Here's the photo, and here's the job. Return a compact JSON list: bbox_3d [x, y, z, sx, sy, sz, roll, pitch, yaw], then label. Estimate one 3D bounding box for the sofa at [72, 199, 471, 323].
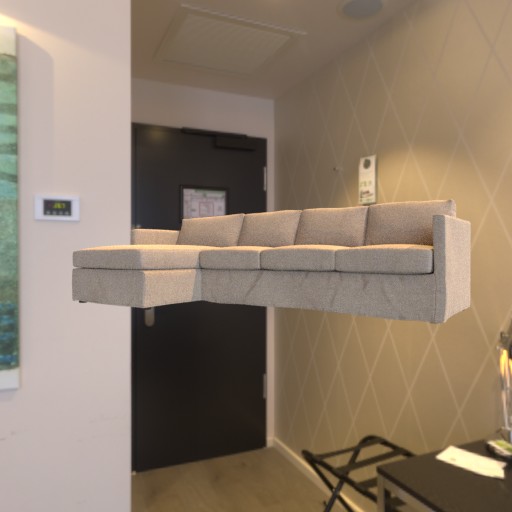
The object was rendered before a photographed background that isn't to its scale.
[{"bbox_3d":[0.000,0.000,3.901,3.198,0.920,1.638,0,0,36],"label":"sofa"}]
